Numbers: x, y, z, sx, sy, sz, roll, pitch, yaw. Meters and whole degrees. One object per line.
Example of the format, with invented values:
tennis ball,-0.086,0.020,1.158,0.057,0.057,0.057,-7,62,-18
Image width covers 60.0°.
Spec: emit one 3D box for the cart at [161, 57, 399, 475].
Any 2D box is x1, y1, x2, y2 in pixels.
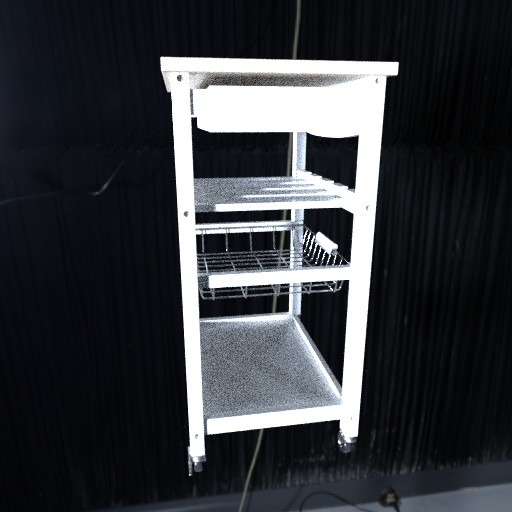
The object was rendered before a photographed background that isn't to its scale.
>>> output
cart,0.000,0.000,1.134,0.406,0.857,0.578,-3,17,-9
